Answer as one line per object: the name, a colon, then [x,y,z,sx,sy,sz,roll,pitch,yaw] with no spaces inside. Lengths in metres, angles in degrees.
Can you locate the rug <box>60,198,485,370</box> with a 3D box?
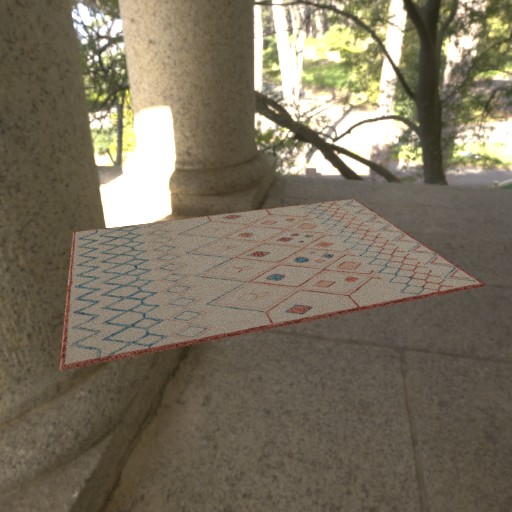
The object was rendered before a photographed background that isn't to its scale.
rug: [0.000,0.000,2.304,1.829,0.016,1.219,-8,28,-16]
